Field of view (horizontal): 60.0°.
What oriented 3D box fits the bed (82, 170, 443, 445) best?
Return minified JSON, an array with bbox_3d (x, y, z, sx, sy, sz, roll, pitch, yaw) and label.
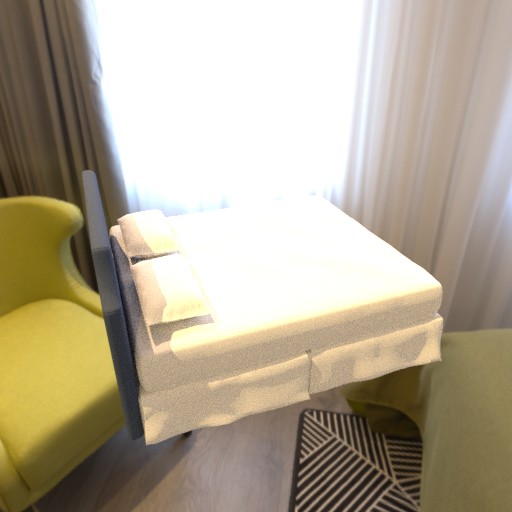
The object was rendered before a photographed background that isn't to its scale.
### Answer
[{"bbox_3d":[0.000,0.000,4.156,2.773,1.488,2.350,-11,31,-18],"label":"bed"}]
